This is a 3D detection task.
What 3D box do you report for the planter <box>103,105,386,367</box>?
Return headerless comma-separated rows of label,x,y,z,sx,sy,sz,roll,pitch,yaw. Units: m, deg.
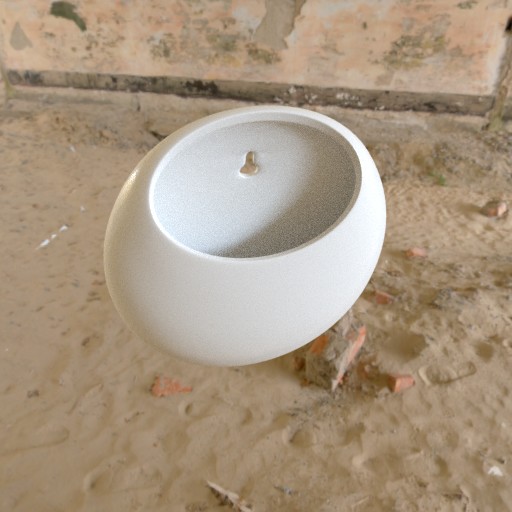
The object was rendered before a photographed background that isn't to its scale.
planter,0.000,0.000,0.284,0.185,0.188,0.043,-9,34,-14
